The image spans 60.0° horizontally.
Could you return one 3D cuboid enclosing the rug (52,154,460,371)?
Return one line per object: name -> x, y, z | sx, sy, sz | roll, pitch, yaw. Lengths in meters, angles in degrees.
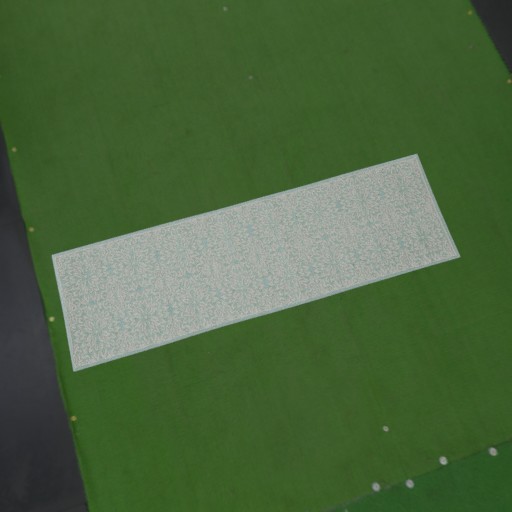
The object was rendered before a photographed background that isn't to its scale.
rug -> 0.000, 0.000, 2.484 | 2.196, 0.011, 0.662 | -16, 76, -4
